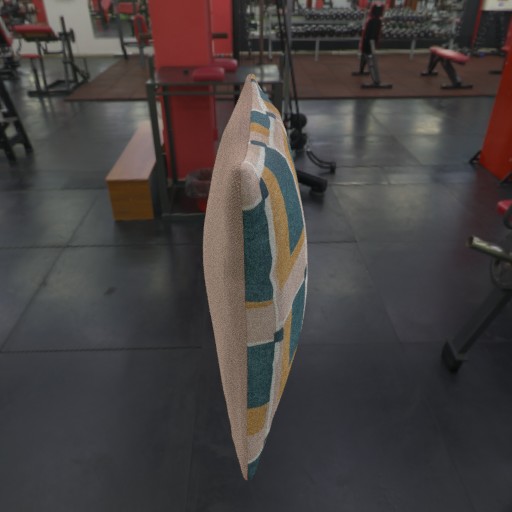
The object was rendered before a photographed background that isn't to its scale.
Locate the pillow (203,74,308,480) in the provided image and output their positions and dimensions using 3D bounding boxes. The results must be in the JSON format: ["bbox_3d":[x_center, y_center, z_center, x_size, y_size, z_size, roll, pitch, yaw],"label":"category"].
[{"bbox_3d":[0.000,0.000,0.720,0.158,0.479,0.478,0,32,1],"label":"pillow"}]
